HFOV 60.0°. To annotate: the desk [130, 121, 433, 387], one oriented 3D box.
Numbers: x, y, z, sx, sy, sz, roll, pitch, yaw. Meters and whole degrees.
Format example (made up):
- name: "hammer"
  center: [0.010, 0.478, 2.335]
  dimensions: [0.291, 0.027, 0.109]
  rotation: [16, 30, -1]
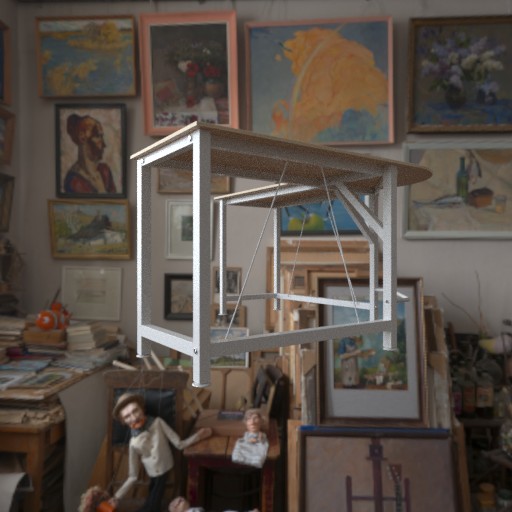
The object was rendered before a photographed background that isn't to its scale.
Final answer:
- name: "desk"
  center: [0.000, 0.000, 2.226]
  dimensions: [1.400, 0.762, 1.400]
  rotation: [0, 0, -35]
